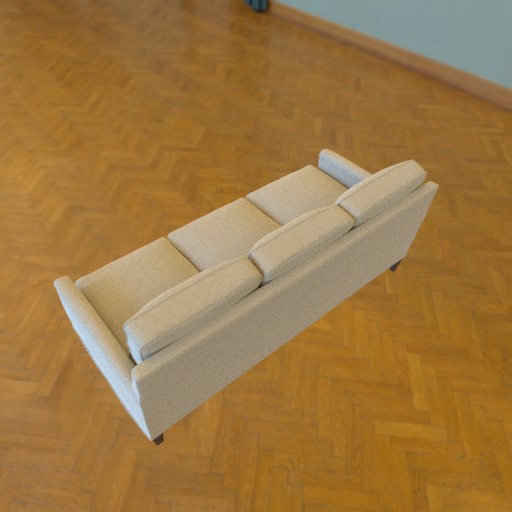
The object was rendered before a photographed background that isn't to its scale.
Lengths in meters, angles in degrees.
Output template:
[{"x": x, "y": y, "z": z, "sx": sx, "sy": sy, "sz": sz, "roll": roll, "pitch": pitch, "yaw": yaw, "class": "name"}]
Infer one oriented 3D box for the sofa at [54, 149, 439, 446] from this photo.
[{"x": 0.000, "y": 0.000, "z": 2.859, "sx": 2.246, "sy": 1.003, "sz": 1.084, "roll": -30, "pitch": 52, "yaw": -27, "class": "sofa"}]
